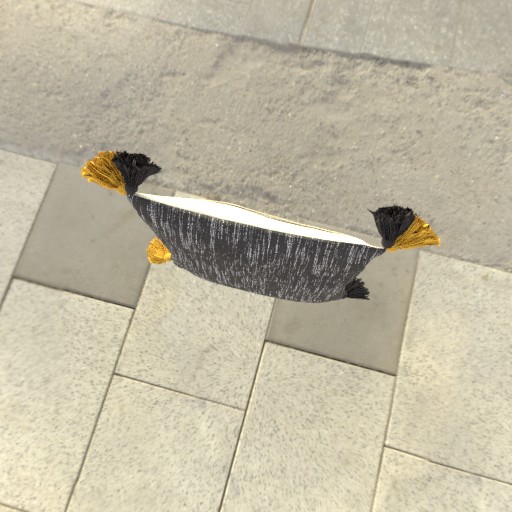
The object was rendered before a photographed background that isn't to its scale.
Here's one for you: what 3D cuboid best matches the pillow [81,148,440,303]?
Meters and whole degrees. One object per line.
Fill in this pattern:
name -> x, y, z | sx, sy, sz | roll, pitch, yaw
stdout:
pillow -> 0.000, 0.000, 1.009 | 0.654, 0.659, 0.139 | 13, 75, 3
